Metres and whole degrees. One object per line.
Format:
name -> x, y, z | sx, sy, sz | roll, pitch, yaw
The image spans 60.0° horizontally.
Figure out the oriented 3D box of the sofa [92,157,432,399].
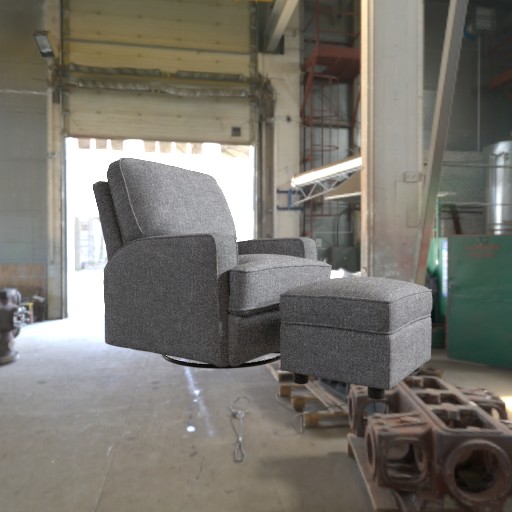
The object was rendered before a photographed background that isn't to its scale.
sofa -> 0.000, 0.000, 2.076 | 1.472, 0.959, 0.861 | 0, 1, 35
